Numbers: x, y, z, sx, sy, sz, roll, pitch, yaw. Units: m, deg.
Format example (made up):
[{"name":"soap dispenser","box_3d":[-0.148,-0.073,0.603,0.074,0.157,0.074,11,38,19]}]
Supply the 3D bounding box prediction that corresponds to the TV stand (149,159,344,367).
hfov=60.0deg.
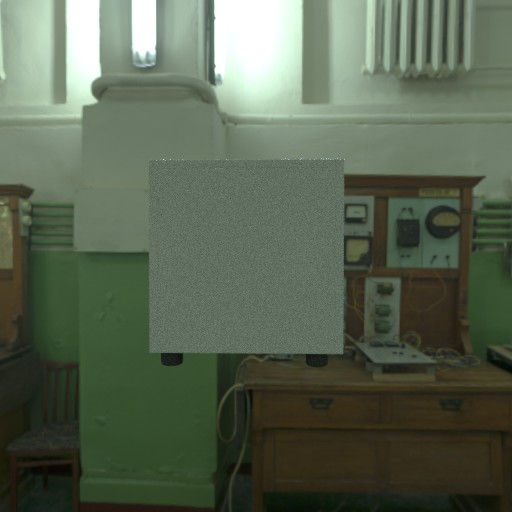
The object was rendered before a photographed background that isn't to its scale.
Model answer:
[{"name":"TV stand","box_3d":[0.000,0.000,1.682,0.410,0.440,1.500,0,1,2]}]
